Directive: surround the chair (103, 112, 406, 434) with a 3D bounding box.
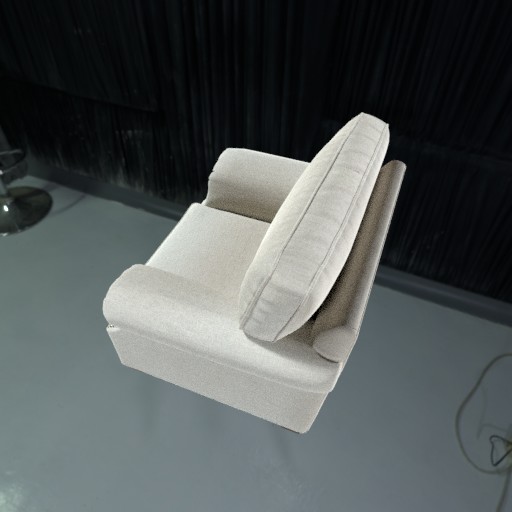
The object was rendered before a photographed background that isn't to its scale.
[{"bbox_3d":[0.000,0.000,1.847,0.965,0.961,1.092,16,48,15],"label":"chair"}]
